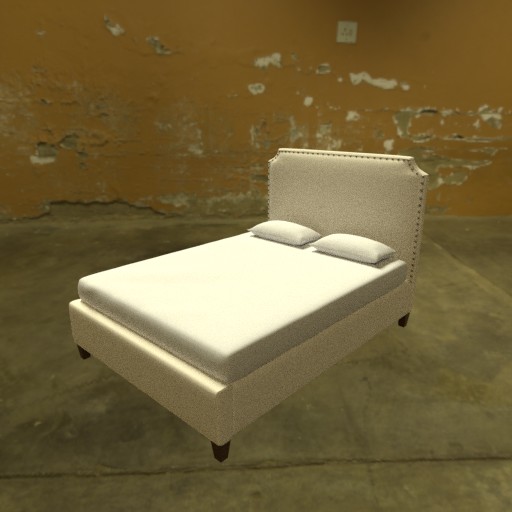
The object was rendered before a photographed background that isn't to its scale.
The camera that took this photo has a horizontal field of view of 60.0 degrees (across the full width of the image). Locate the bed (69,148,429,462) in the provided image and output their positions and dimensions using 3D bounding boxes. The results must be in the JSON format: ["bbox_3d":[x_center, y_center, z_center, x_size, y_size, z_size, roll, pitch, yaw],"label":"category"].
[{"bbox_3d":[0.000,0.000,3.534,1.712,1.497,2.372,16,24,41],"label":"bed"}]
